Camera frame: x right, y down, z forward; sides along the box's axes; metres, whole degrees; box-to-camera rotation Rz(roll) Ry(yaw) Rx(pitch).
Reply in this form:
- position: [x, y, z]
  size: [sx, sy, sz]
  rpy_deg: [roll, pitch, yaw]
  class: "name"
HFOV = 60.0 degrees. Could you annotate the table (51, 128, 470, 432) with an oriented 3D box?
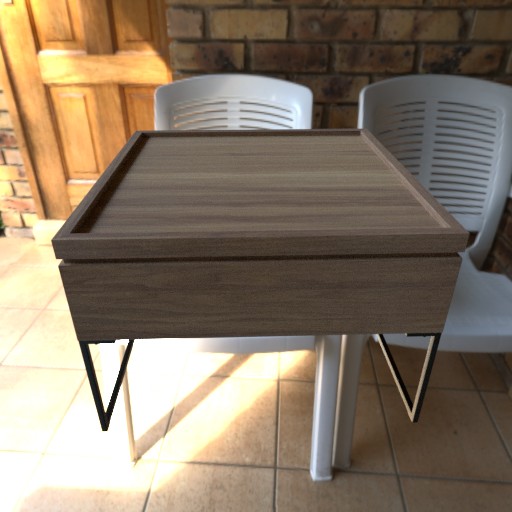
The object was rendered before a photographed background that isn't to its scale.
- position: [0.000, 0.000, 1.122]
  size: [0.679, 0.464, 0.676]
  rpy_deg: [-1, 30, -2]
  class: "table"
